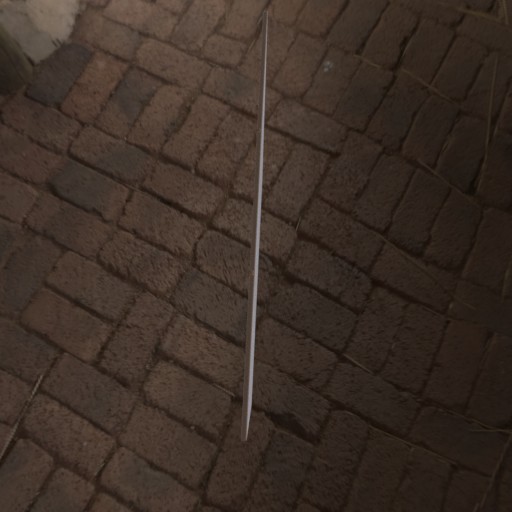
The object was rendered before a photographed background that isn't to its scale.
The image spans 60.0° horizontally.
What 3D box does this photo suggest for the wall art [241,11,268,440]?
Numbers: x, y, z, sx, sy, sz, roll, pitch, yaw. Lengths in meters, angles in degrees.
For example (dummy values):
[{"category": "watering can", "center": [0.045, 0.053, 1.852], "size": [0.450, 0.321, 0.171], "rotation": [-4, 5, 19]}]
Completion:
[{"category": "wall art", "center": [0.000, 0.000, 2.229], "size": [0.017, 1.521, 1.527], "rotation": [3, 75, 1]}]
